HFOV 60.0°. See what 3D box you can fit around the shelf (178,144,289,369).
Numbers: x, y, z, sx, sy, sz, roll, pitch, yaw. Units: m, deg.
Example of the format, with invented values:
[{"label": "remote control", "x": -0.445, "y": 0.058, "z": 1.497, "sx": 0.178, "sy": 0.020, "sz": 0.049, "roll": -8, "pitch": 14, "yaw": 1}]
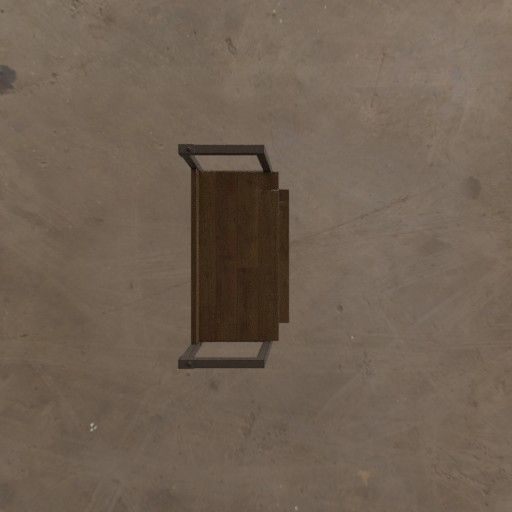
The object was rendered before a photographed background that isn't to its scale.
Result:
[{"label": "shelf", "x": 0.000, "y": 0.000, "z": 2.283, "sx": 0.454, "sy": 2.005, "sz": 0.652, "roll": 0, "pitch": 90, "yaw": 0}]
